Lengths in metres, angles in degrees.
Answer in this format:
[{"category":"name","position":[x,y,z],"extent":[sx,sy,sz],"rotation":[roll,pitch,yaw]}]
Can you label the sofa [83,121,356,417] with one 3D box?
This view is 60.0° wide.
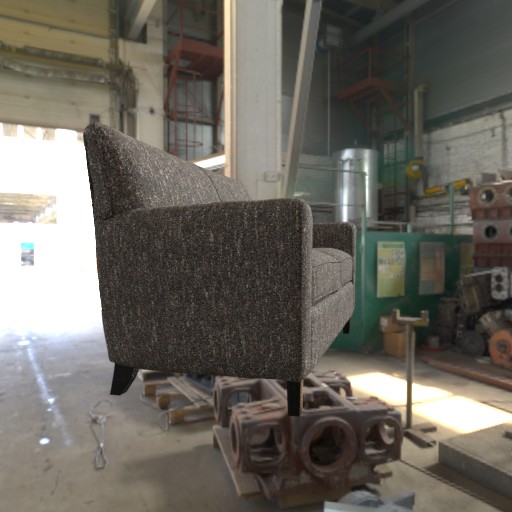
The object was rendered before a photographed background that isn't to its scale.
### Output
[{"category":"sofa","position":[0.000,0.000,2.102],"extent":[0.801,0.946,1.519],"rotation":[0,1,18]}]
